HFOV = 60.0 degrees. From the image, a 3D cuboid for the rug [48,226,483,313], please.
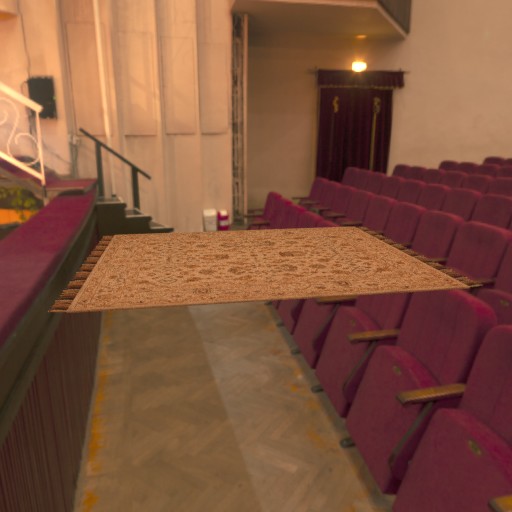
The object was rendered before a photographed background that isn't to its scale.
[{"bbox_3d":[0.000,0.000,2.317,1.726,0.009,1.278,-3,15,-9],"label":"rug"}]
